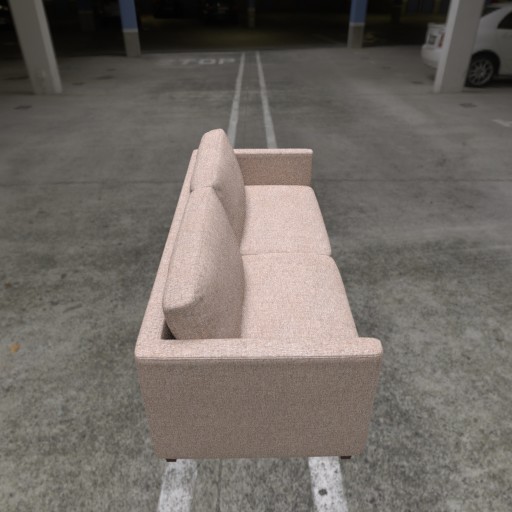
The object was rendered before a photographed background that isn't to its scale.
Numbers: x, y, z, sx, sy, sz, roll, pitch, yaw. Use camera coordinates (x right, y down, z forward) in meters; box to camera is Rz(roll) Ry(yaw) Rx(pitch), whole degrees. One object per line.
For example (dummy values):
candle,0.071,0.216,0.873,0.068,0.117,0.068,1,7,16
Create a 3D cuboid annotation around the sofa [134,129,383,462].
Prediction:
sofa,0.000,0.000,2.661,0.951,0.965,2.208,-1,33,-1
